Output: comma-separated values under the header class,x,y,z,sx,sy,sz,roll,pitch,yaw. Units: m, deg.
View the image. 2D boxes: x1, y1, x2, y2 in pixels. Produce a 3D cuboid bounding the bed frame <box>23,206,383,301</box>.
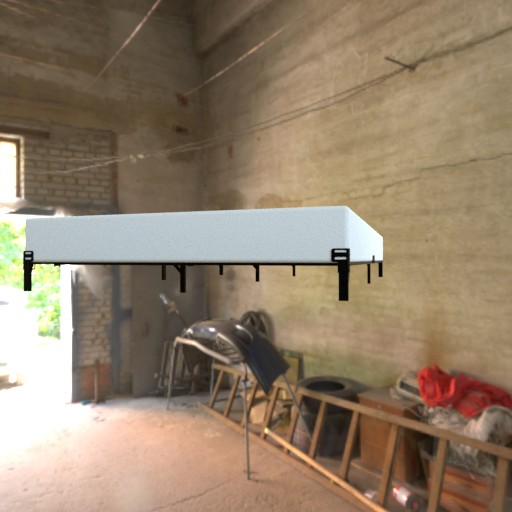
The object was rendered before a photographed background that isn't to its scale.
class,x,y,z,sx,sy,sz,roll,pitch,yaw
bed frame,0.000,0.000,3.750,1.930,0.440,2.987,0,0,19
